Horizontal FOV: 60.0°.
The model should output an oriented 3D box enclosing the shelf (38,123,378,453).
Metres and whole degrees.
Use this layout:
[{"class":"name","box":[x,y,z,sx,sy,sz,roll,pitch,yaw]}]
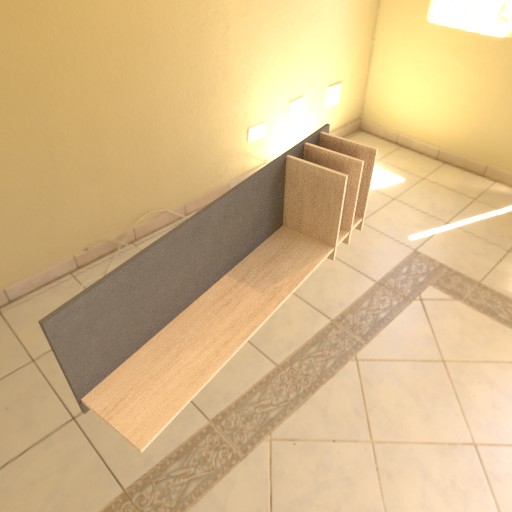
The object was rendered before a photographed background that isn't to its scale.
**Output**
[{"class":"shelf","box":[0.000,0.000,1.143,0.200,0.300,1.020,26,47,27]}]
